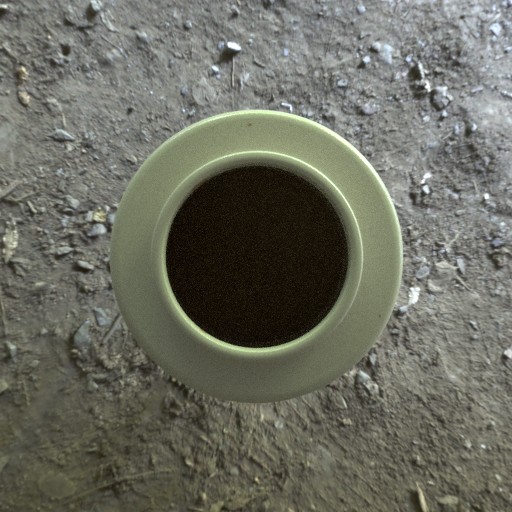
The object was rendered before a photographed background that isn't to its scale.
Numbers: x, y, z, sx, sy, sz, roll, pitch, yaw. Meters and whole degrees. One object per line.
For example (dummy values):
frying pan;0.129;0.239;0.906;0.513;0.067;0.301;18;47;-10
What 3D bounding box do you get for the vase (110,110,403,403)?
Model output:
vase;0.000;0.000;0.285;0.153;0.167;0.153;0;90;0
